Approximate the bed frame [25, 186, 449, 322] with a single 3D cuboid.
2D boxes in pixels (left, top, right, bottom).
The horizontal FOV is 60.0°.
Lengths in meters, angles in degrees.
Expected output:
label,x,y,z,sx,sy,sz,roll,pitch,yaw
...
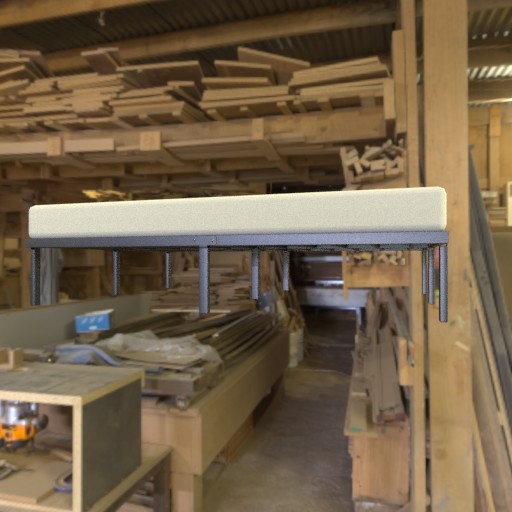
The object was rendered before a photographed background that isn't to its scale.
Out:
label,x,y,z,sx,sy,sz,roll,pitch,yaw
bed frame,0.000,0.000,3.514,2.635,0.680,1.990,0,0,18
